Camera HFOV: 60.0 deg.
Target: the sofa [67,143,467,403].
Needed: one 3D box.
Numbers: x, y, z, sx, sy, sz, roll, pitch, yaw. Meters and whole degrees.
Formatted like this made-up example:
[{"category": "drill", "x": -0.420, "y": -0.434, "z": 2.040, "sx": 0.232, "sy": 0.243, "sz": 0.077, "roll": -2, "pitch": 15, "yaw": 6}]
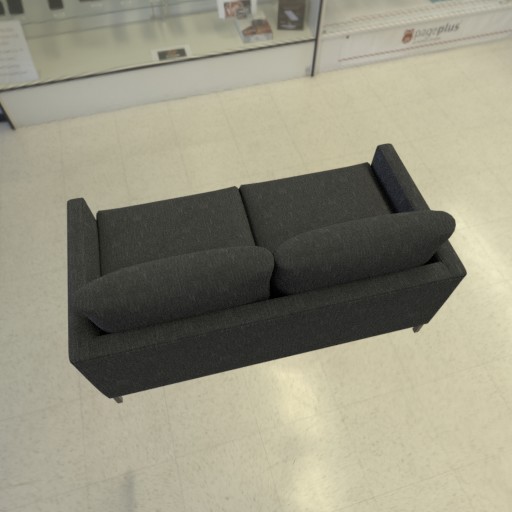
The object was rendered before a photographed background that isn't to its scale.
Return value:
[{"category": "sofa", "x": 0.000, "y": 0.000, "z": 2.191, "sx": 1.716, "sy": 0.862, "sz": 0.866, "roll": -12, "pitch": 57, "yaw": -8}]
